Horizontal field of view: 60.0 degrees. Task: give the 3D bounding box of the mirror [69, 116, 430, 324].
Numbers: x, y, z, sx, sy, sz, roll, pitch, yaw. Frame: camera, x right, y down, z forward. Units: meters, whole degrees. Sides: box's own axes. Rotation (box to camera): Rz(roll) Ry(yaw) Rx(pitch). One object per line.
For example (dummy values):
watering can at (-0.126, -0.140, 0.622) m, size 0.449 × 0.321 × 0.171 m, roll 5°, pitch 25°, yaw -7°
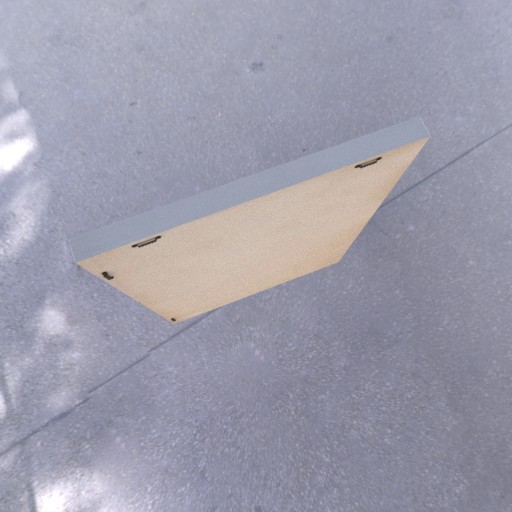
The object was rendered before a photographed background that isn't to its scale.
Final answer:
mirror at (0.000, 0.000, 0.937) m, size 0.507 × 0.710 × 0.039 m, roll -20°, pitch 76°, yaw -5°
